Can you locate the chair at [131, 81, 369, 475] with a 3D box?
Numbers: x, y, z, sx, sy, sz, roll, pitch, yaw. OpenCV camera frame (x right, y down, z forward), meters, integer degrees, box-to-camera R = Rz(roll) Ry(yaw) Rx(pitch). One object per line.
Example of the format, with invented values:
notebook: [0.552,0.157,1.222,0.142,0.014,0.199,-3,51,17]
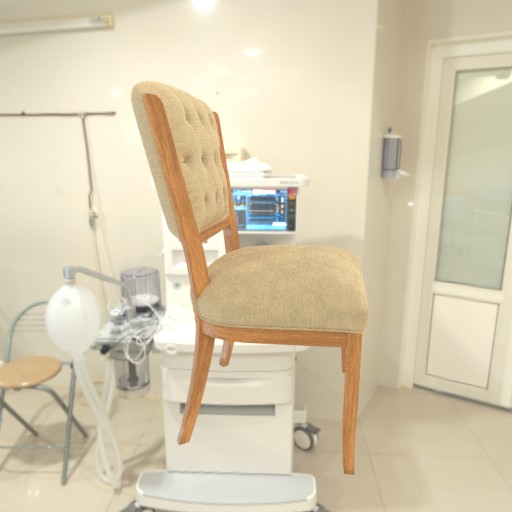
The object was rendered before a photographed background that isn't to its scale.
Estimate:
chair: [0.000,0.000,1.222,0.584,0.905,0.513,2,14,10]
